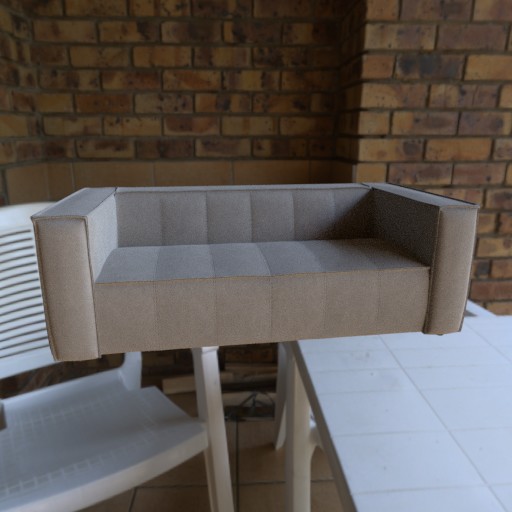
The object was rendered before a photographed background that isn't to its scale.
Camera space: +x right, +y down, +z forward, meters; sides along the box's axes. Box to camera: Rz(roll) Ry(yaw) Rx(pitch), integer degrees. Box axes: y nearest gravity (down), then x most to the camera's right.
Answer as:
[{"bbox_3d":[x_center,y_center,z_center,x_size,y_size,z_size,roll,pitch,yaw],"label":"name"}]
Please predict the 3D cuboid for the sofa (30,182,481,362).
[{"bbox_3d":[0.000,0.000,2.441,1.995,0.680,1.038,-2,16,-8],"label":"sofa"}]
